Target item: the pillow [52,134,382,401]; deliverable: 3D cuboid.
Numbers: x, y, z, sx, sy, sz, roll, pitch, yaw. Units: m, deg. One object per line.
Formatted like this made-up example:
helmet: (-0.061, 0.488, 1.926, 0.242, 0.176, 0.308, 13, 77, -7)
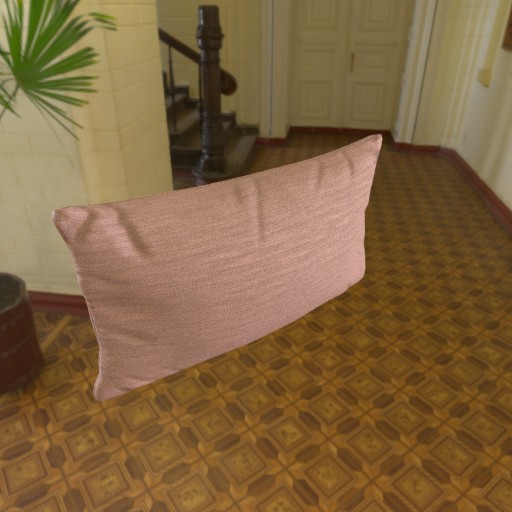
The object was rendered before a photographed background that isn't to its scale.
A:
pillow: (0.000, 0.000, 0.792, 0.633, 0.338, 0.210, -20, 35, -31)
